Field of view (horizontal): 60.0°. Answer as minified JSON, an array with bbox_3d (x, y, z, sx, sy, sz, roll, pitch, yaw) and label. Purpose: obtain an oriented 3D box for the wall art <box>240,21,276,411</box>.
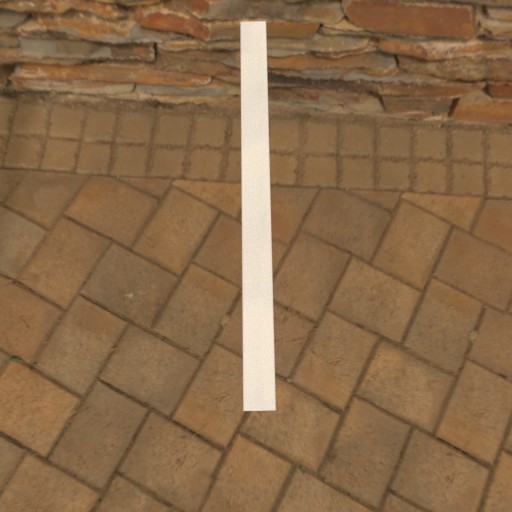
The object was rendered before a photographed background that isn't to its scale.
[{"bbox_3d":[0.000,0.000,0.838,0.037,0.606,0.508,-1,75,0],"label":"wall art"}]
